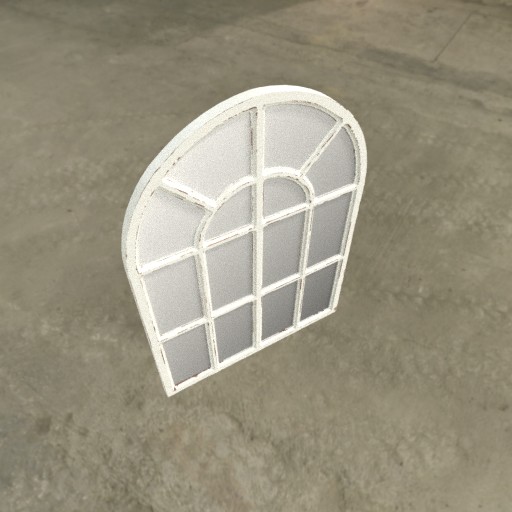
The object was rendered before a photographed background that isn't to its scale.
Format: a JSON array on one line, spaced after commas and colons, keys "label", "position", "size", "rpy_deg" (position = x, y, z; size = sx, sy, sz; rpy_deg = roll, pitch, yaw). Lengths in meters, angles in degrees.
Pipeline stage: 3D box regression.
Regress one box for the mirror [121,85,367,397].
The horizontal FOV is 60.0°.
[{"label": "mirror", "position": [0.000, 0.000, 1.181], "size": [0.660, 0.920, 0.032], "rpy_deg": [-23, 51, -20]}]
